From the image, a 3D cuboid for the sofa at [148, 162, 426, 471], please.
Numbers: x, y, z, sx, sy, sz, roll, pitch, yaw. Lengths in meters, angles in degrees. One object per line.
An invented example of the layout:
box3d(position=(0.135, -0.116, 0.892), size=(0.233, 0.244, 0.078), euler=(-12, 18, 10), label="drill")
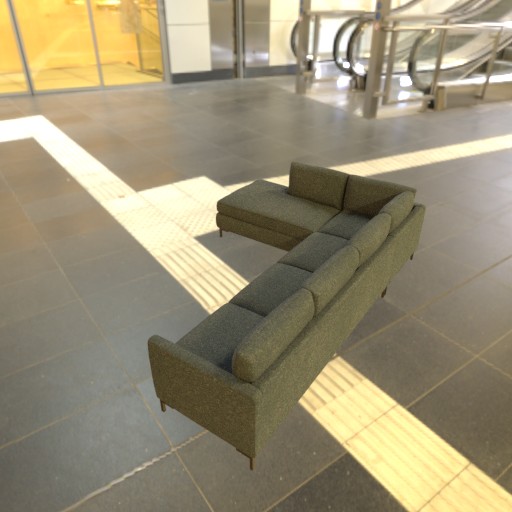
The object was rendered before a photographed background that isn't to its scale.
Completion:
box3d(position=(0.000, 0.000, 3.848), size=(2.007, 0.815, 2.949), euler=(20, 36, 29), label="sofa")
